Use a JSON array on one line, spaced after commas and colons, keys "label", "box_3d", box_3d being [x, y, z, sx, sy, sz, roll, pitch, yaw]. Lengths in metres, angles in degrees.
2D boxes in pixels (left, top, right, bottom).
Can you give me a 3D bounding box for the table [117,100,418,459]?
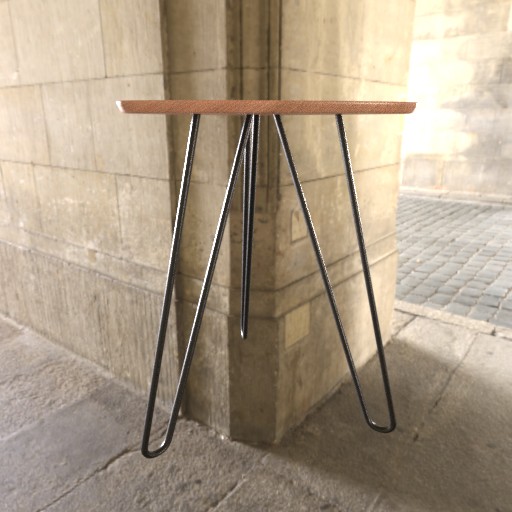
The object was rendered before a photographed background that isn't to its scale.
[{"label": "table", "box_3d": [0.000, 0.000, 0.875, 0.442, 0.564, 0.455, -3, 17, -8]}]
